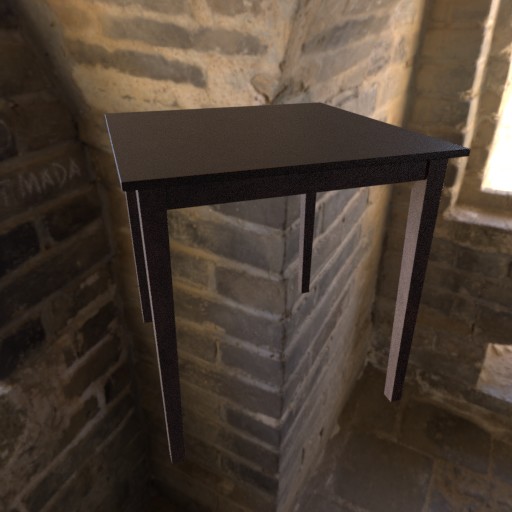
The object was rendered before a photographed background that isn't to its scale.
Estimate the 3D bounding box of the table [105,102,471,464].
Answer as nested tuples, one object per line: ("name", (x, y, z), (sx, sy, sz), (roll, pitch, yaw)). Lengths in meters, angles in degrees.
("table", (0.000, 0.000, 1.363), (0.749, 0.770, 0.749), (-9, 28, -17))
